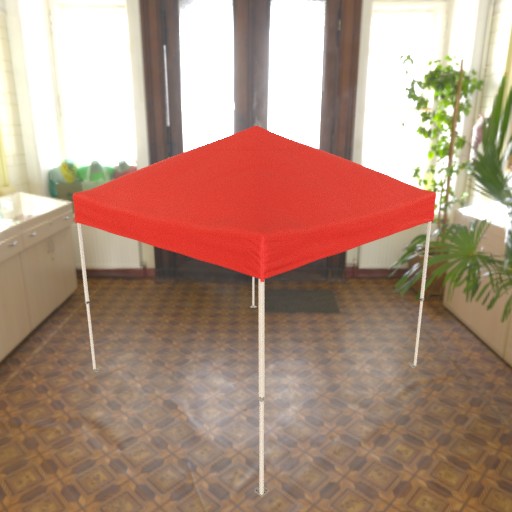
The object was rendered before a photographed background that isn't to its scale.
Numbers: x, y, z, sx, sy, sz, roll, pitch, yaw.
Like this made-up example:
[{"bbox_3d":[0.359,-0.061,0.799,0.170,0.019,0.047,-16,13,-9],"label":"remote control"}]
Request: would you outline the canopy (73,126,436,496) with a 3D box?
[{"bbox_3d":[0.000,0.000,5.311,2.996,2.997,2.998,15,22,42],"label":"canopy"}]
